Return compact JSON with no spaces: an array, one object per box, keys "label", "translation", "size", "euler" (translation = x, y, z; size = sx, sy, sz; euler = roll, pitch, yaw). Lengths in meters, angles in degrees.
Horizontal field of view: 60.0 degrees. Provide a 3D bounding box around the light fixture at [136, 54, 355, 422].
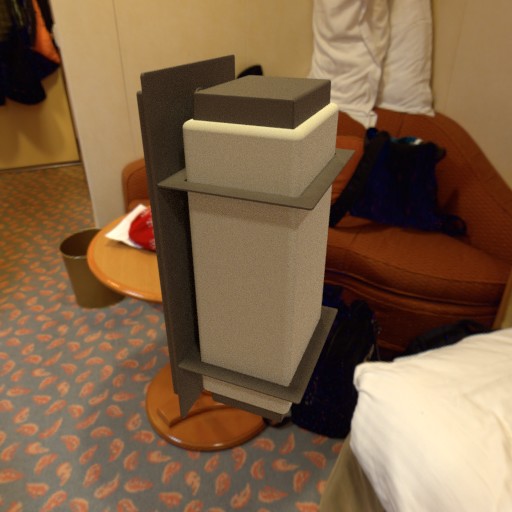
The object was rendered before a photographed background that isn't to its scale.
[{"label":"light fixture","translation":[0.000,0.000,0.436],"size":[0.146,0.347,0.153],"euler":[11,31,19]}]
